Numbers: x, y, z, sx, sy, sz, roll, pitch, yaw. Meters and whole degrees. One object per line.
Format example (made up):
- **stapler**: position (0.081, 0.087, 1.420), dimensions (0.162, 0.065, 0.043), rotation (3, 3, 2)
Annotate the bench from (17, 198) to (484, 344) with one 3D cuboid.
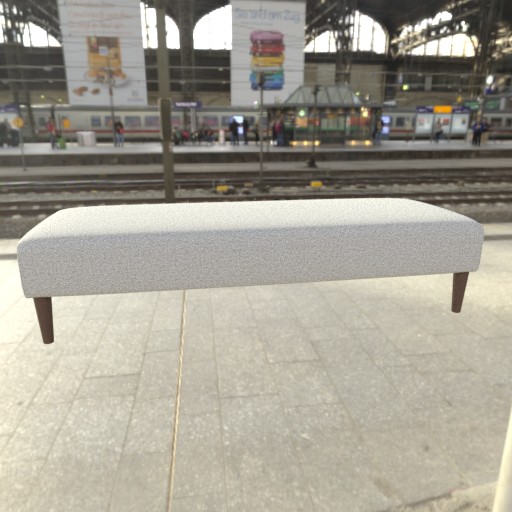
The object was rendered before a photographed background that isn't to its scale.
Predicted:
- **bench**: position (0.000, 0.000, 1.798), dimensions (1.598, 0.383, 0.631), rotation (-3, 16, -10)
